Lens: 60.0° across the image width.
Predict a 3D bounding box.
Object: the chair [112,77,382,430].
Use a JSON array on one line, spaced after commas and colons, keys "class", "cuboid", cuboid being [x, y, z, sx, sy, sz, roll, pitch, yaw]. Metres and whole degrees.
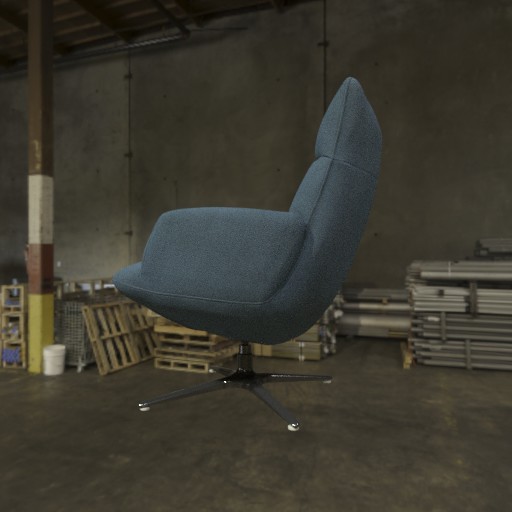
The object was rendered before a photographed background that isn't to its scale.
[{"class": "chair", "cuboid": [0.000, 0.000, 1.619, 0.889, 1.016, 0.711, 0, -1, 20]}]
